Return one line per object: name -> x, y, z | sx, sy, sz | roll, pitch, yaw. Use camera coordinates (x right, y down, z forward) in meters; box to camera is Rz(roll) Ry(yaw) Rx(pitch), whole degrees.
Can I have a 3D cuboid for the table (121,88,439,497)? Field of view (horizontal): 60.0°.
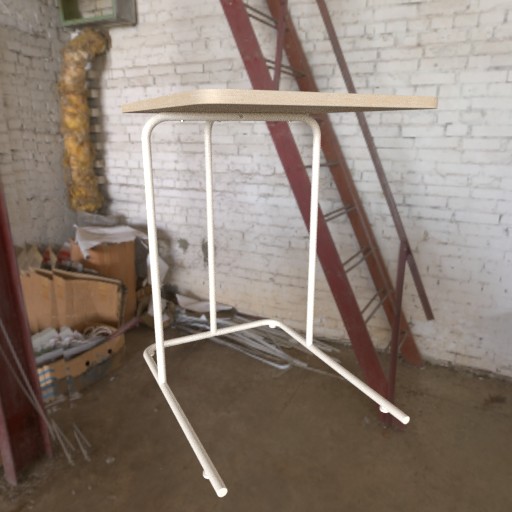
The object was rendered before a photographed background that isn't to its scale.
table -> 0.000, 0.000, 0.835 | 0.370, 0.550, 0.480 | -8, 18, -26
